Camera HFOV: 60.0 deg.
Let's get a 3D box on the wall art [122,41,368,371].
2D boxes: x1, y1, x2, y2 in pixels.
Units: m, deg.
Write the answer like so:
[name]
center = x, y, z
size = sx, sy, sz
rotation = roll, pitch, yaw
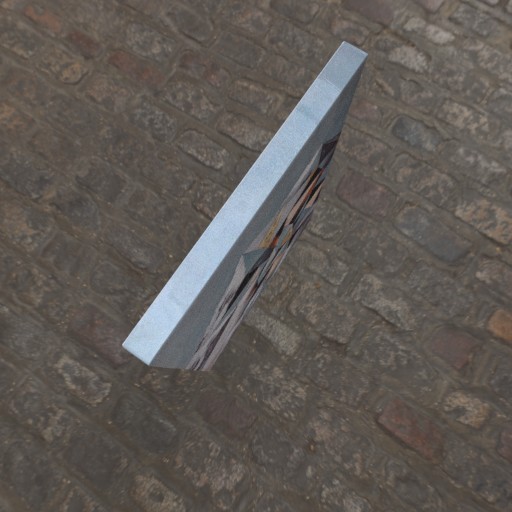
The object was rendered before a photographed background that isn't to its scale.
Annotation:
[wall art]
center = 0.000, 0.000, 0.800
size = 0.037, 0.613, 0.455
rotation = 33, 77, 8
